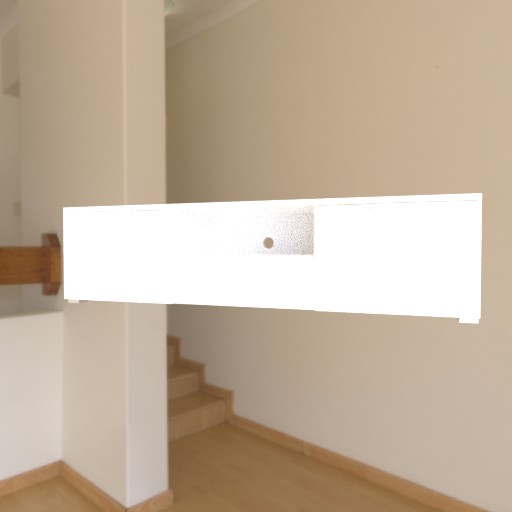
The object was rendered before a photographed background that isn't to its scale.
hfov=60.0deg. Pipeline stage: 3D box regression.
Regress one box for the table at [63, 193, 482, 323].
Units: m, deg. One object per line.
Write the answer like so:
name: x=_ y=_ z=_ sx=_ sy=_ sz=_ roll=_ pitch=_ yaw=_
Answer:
table: x=0.000 y=0.000 z=1.863 sx=1.650 sy=0.420 sz=0.390 roll=0 pitch=1 yaw=19
